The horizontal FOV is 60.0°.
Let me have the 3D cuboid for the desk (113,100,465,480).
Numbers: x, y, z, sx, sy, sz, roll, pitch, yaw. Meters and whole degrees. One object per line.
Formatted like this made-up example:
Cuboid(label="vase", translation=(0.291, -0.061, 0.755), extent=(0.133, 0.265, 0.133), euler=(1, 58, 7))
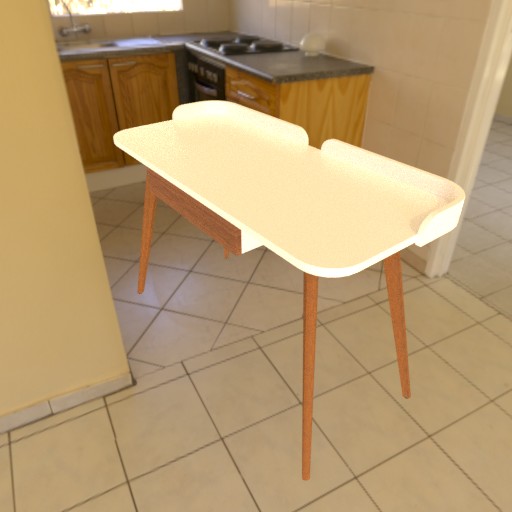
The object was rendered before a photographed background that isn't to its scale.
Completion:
Cuboid(label="desk", translation=(0.000, 0.000, 1.615), extent=(0.534, 0.807, 1.206), euler=(-23, 40, -31))
